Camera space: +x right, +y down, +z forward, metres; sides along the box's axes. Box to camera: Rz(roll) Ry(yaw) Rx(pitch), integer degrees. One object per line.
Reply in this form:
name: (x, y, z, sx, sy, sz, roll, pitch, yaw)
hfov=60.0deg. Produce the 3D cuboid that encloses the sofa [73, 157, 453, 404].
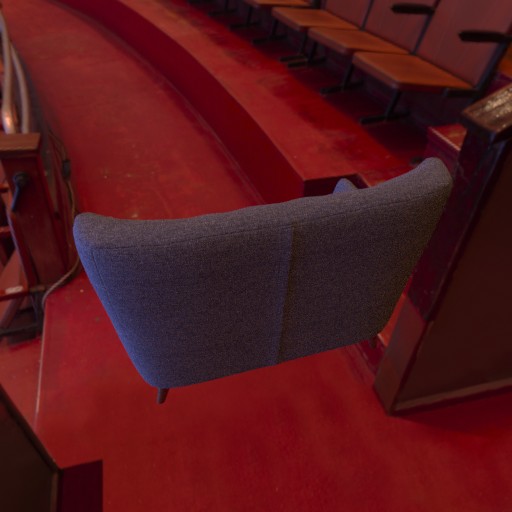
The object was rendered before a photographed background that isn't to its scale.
sofa: (0.000, 0.000, 2.030, 1.358, 1.028, 0.874, -11, 42, -13)
